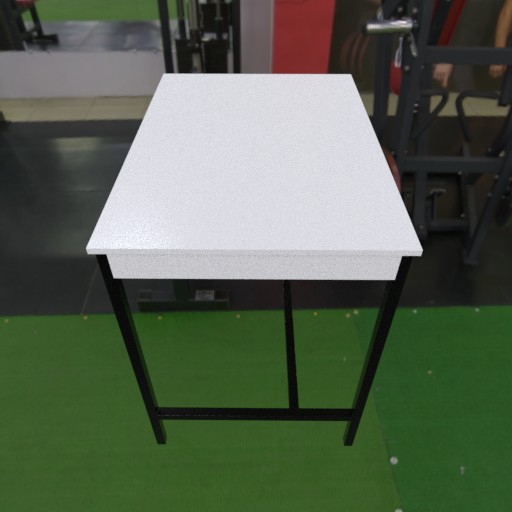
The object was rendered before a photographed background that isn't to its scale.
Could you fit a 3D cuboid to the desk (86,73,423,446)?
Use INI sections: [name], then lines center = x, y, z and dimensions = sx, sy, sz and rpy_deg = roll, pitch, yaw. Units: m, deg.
[desk]
center = 0.000, 0.000, 1.311
dimensions = 0.573, 0.766, 0.811
rpy_deg = 0, 42, 0
